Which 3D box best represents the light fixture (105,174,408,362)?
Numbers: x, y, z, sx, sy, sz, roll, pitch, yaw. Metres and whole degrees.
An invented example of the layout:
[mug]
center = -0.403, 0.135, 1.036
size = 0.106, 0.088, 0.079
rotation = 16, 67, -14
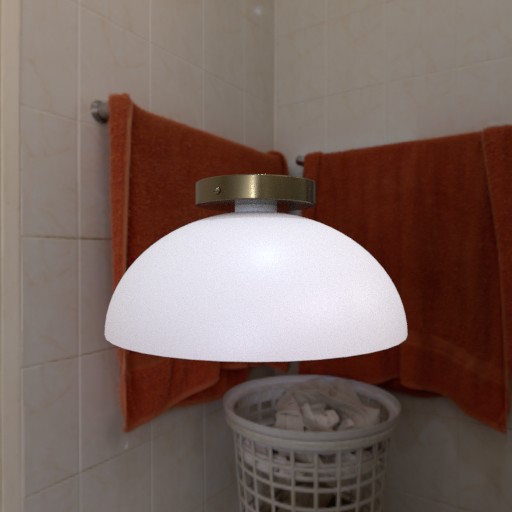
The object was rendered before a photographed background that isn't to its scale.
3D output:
[light fixture]
center = 0.000, 0.000, 0.548
size = 0.355, 0.177, 0.355
rotation = 0, 0, 0
